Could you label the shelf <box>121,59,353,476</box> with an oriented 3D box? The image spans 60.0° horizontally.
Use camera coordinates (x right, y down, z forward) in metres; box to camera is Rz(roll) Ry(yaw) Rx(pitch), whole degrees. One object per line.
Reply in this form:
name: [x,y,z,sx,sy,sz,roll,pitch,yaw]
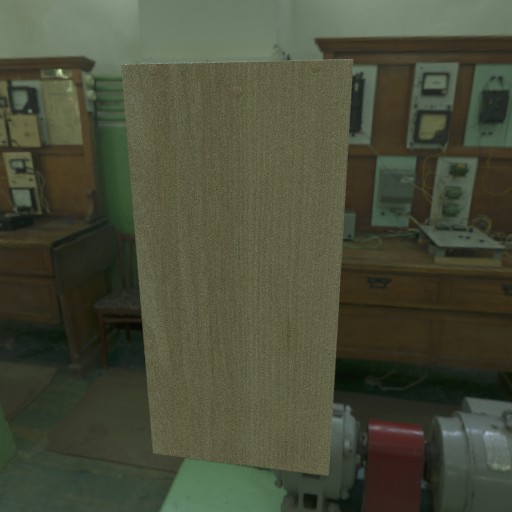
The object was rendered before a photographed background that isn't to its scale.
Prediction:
shelf: [0.000,0.000,0.793,0.290,0.600,0.350,3,17,9]
